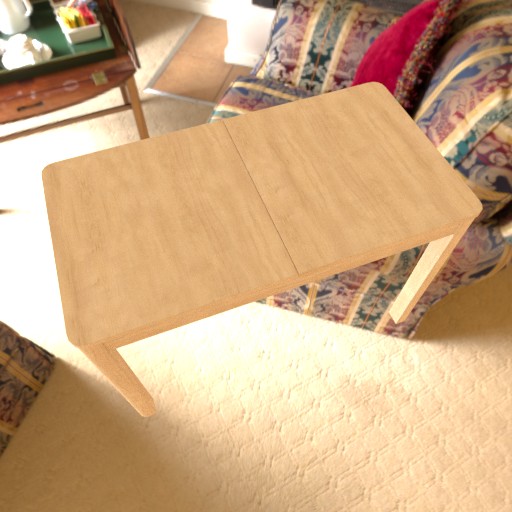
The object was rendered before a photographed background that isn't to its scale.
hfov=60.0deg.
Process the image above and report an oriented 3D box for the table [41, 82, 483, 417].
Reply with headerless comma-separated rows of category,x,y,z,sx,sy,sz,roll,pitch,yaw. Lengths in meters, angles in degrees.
table,0.000,0.000,1.936,1.400,0.900,0.750,-18,59,-11
